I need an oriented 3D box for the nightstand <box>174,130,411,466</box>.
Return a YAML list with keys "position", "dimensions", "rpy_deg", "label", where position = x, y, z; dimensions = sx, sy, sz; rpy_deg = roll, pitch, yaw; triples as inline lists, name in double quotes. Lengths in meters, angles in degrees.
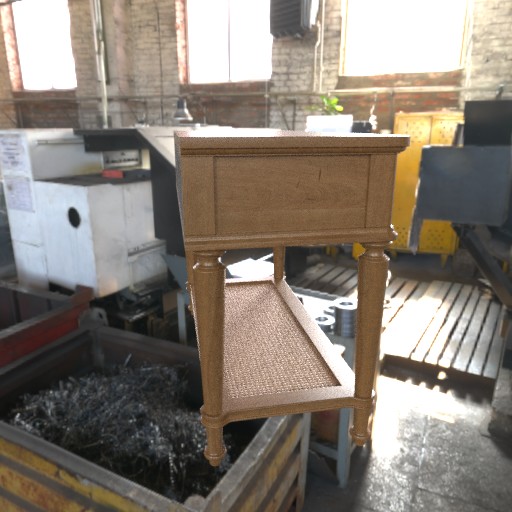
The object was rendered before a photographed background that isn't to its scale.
- position: [0.000, 0.000, 1.305]
  dimensions: [0.432, 0.700, 0.914]
  rpy_deg: [-3, 17, -10]
  label: "nightstand"
